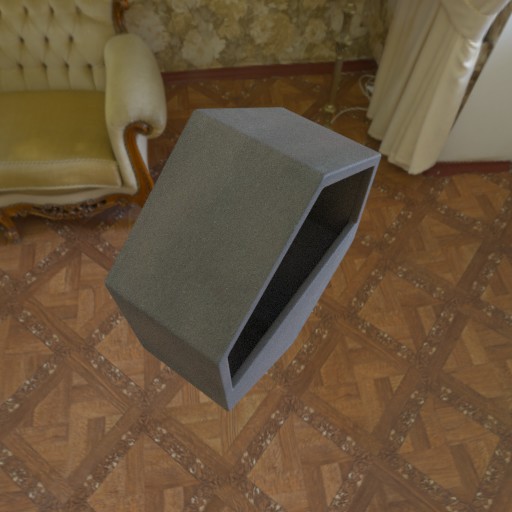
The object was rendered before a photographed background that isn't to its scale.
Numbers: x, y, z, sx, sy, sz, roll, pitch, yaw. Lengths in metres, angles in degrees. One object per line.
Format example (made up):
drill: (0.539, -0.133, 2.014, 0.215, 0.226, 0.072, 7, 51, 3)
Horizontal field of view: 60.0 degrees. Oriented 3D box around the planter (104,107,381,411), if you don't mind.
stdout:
planter: (0.000, 0.000, 0.298, 0.077, 0.206, 0.169, 31, 63, 18)
